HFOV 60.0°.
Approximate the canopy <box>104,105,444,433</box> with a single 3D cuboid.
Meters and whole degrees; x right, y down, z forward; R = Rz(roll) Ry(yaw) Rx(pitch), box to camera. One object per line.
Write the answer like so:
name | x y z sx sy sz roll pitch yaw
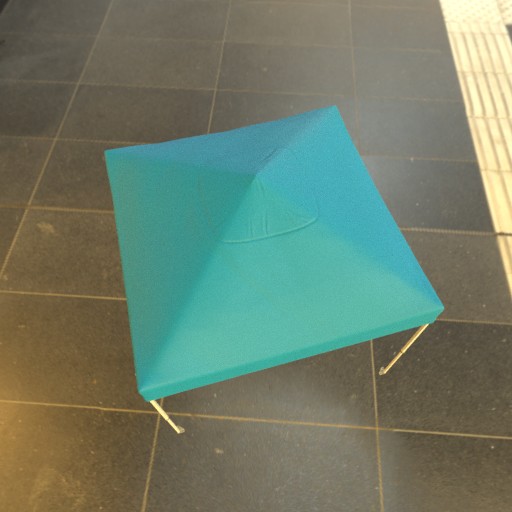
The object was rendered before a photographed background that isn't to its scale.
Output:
canopy | 0.000 0.000 5.455 2.996 2.997 2.998 -14 60 -8
